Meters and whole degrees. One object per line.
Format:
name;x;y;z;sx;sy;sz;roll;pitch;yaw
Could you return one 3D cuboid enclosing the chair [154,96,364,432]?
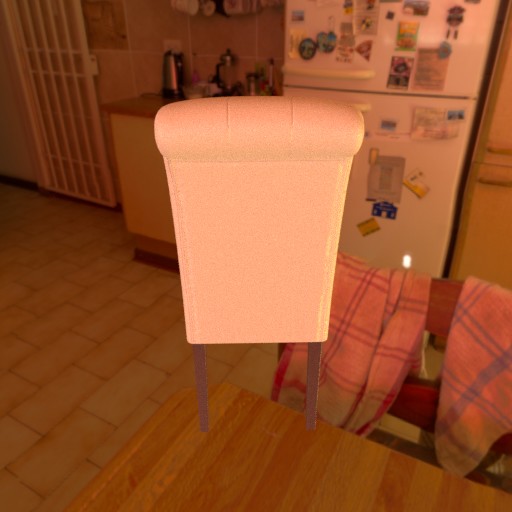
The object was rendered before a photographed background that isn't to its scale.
chair;0.000;0.000;1.348;0.456;1.006;0.671;-1;28;-1
